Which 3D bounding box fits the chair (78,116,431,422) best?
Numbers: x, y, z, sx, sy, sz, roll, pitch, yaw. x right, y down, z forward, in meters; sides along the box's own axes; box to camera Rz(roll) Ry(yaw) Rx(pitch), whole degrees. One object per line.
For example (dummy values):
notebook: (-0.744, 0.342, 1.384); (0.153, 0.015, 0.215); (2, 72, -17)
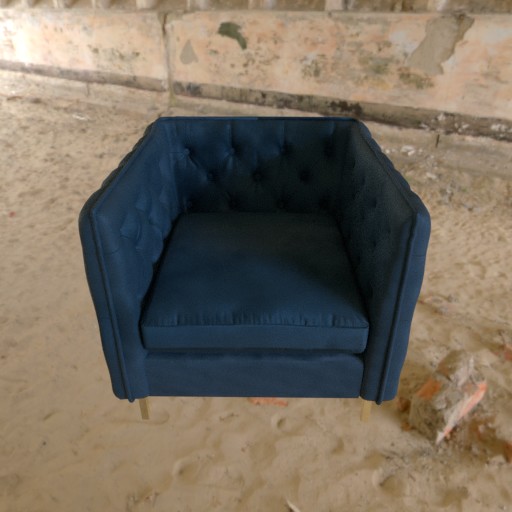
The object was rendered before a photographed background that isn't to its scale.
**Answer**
chair: (0.000, 0.000, 1.550); (0.868, 0.771, 0.877); (0, 30, 1)
